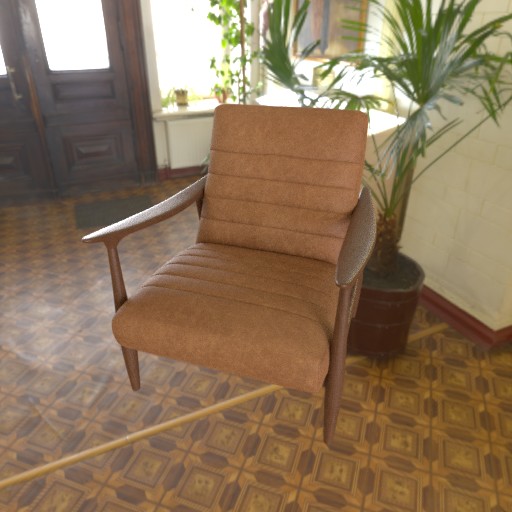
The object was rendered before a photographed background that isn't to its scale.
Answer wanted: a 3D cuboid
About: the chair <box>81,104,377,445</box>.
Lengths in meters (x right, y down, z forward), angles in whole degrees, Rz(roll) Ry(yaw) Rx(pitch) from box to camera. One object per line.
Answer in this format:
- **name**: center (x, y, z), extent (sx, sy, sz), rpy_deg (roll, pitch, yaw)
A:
- **chair**: center (0.000, 0.000, 1.458), extent (0.741, 0.832, 0.798), rpy_deg (9, 30, 17)
